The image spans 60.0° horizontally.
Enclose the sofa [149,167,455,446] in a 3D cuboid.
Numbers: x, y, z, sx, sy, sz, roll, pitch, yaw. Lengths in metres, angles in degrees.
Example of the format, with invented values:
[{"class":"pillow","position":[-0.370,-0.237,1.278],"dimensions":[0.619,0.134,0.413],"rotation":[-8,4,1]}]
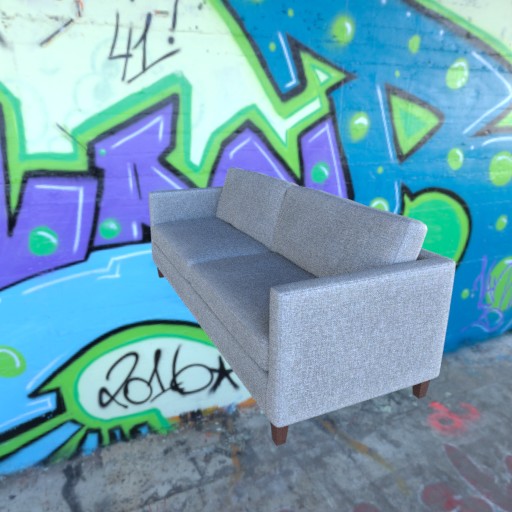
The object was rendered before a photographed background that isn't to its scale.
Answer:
[{"class":"sofa","position":[0.000,0.000,2.960],"dimensions":[0.948,0.951,2.434],"rotation":[-8,20,-23]}]
